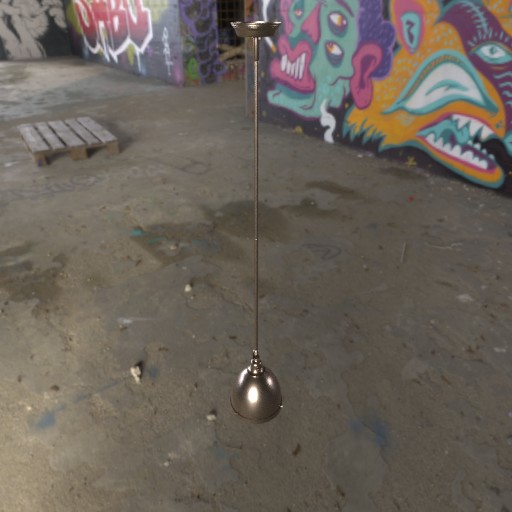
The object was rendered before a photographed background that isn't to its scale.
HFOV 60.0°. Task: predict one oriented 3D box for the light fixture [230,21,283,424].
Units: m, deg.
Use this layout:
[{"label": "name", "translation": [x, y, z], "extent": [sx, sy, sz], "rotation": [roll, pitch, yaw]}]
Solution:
[{"label": "light fixture", "translation": [0.000, 0.000, 1.466], "extent": [0.211, 1.367, 0.217], "rotation": [-8, 31, -14]}]
